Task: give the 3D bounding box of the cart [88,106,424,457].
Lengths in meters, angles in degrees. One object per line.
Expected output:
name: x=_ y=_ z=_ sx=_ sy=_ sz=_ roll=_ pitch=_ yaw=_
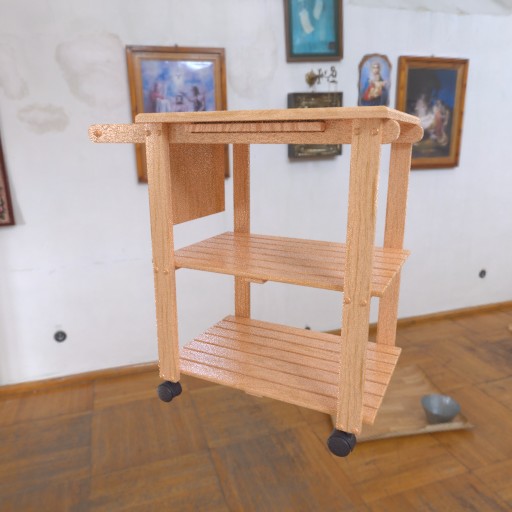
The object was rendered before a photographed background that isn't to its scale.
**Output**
cart: x=0.000 y=0.000 z=1.338 sx=0.843 sy=0.816 sz=0.520 roll=7 pitch=16 yaw=25
